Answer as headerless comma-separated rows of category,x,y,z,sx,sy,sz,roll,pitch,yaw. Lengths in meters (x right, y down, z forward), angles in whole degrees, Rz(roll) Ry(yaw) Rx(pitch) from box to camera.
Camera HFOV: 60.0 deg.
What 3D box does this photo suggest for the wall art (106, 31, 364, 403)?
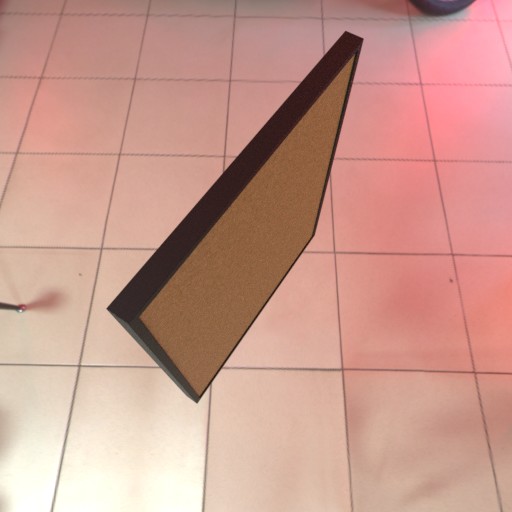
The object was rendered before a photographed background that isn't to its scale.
wall art,0.000,0.000,0.525,0.019,0.381,0.330,31,68,14
